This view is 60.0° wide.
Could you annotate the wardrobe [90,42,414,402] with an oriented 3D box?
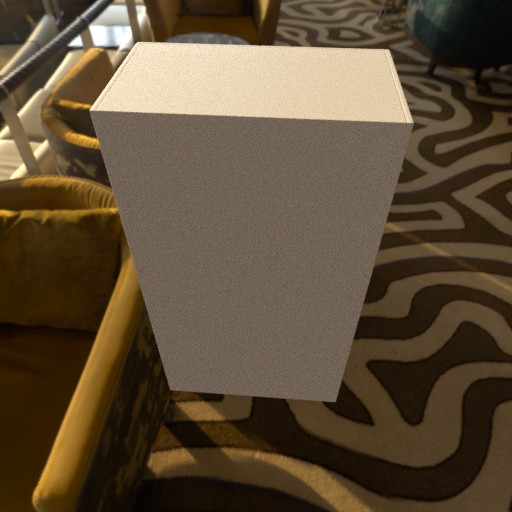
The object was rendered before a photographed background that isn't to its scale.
[{"bbox_3d":[0.000,0.000,2.195,0.991,1.808,0.577,3,46,3],"label":"wardrobe"}]
